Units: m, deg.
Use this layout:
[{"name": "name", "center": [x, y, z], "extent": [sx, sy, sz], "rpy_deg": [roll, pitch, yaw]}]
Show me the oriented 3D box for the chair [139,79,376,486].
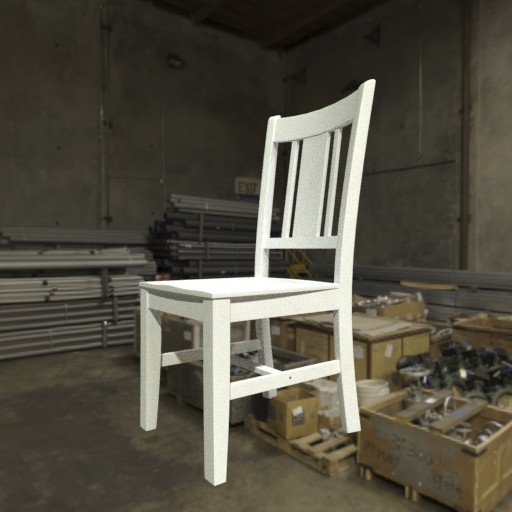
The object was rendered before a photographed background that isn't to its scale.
[{"name": "chair", "center": [0.000, 0.000, 1.286], "extent": [0.555, 0.998, 0.450], "rpy_deg": [-1, 1, -37]}]
